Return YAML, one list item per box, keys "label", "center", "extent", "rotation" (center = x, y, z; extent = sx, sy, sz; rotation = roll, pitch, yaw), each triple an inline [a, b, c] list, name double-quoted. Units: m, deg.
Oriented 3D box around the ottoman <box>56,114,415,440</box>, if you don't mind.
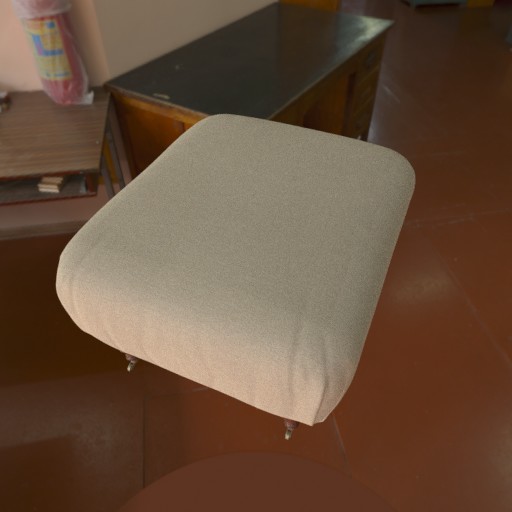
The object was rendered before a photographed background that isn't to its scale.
- label: "ottoman"
  center: [0.000, 0.000, 1.128]
  extent: [0.639, 0.450, 0.746]
  rotation: [17, 47, 17]
